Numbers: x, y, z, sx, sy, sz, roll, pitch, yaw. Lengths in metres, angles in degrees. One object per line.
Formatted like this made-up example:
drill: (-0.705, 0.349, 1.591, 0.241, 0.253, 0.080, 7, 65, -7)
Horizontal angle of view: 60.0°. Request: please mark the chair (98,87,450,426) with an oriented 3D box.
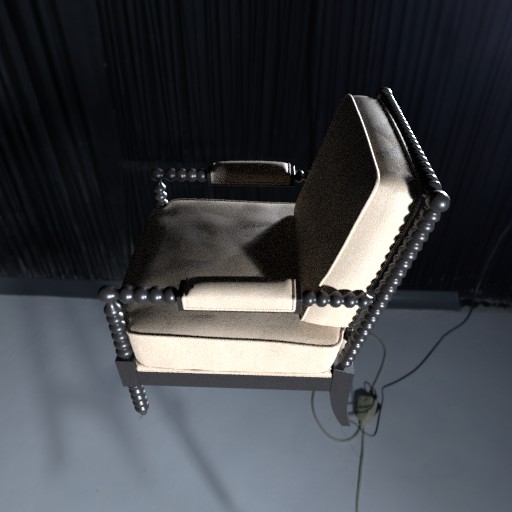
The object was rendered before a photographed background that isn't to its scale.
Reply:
chair: (0.000, 0.000, 1.138, 0.657, 0.703, 0.555, 1, 40, 2)
